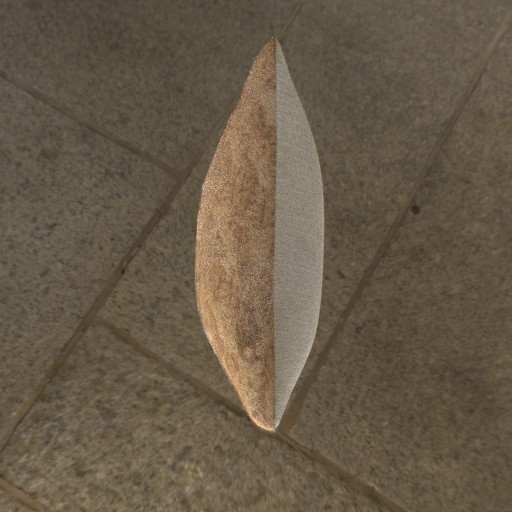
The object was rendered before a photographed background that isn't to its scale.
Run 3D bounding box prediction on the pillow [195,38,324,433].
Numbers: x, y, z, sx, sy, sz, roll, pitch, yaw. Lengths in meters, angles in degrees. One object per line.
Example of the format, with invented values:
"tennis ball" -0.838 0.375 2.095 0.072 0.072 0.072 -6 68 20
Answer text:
"pillow" 0.000 0.000 0.817 0.216 0.525 0.538 2 78 0
